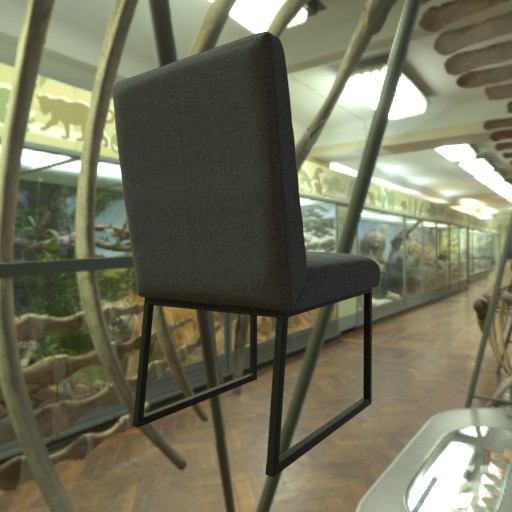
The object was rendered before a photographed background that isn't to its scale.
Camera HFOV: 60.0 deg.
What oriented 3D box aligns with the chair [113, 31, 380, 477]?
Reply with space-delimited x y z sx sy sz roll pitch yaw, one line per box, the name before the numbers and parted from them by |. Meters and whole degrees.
chair | 0.000 0.000 1.276 0.520 0.930 0.634 1 1 36
